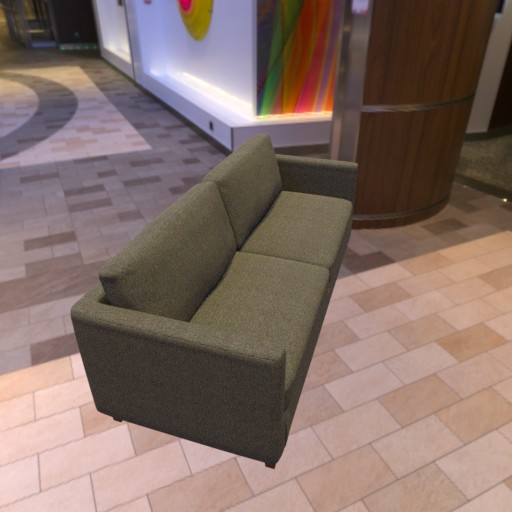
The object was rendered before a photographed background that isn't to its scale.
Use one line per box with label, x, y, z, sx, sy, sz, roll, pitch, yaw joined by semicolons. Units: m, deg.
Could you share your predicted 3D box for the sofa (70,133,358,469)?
sofa;0.000;0.000;2.728;0.948;0.965;2.208;10;33;16
